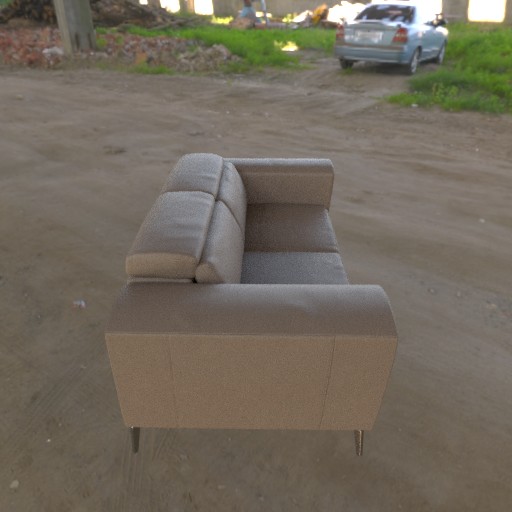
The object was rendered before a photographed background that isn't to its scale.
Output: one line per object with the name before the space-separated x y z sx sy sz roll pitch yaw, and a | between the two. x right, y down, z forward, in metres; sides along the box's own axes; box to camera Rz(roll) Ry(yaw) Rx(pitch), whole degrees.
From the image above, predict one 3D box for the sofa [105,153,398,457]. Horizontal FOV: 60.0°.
sofa | 0.000 0.000 2.379 1.003 0.779 1.895 0 30 1
